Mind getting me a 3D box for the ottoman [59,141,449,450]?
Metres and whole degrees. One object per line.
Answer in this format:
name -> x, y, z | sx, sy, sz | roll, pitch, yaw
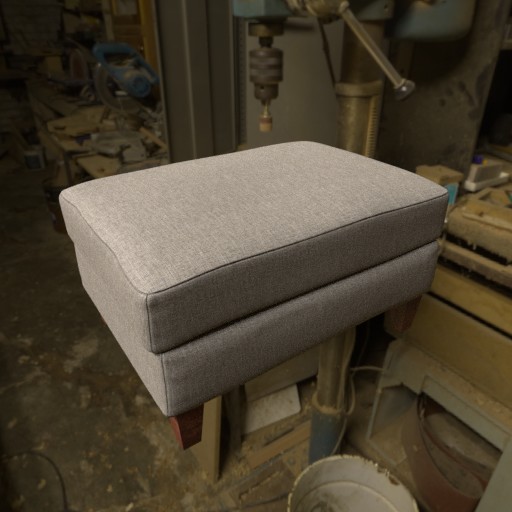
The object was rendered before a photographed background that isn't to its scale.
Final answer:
ottoman -> 0.000, 0.000, 1.249 | 0.873, 0.494, 0.639 | -18, 34, -29
